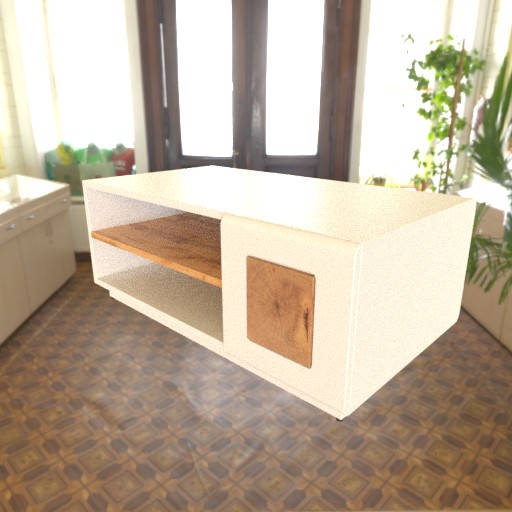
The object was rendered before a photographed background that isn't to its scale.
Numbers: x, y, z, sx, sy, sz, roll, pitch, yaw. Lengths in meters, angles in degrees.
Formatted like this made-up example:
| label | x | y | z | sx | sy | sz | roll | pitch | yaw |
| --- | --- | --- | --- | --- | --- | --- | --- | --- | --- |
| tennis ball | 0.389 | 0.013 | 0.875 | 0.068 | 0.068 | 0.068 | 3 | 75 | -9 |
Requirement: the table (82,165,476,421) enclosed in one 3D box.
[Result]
| label | x | y | z | sx | sy | sz | roll | pitch | yaw |
| --- | --- | --- | --- | --- | --- | --- | --- | --- | --- |
| table | 0.000 | 0.000 | 1.442 | 1.097 | 0.442 | 0.639 | 16 | 24 | 41 |
